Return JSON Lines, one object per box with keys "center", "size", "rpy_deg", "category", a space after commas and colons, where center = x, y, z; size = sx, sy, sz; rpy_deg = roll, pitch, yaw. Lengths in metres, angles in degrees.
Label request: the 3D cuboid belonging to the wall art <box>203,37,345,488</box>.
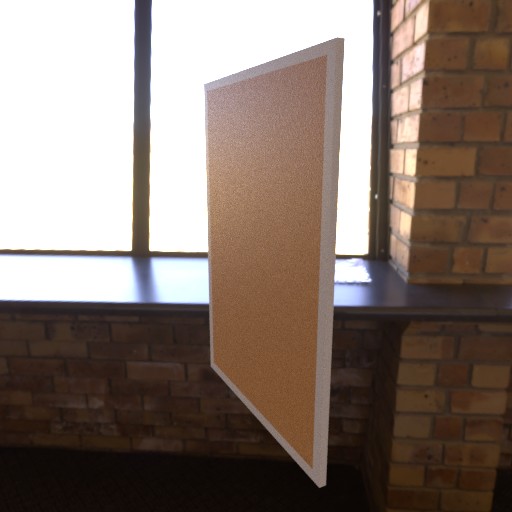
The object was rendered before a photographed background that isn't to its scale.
{"center": [0.000, 0.000, 0.823], "size": [0.013, 0.656, 0.456], "rpy_deg": [-7, 15, -27], "category": "wall art"}
